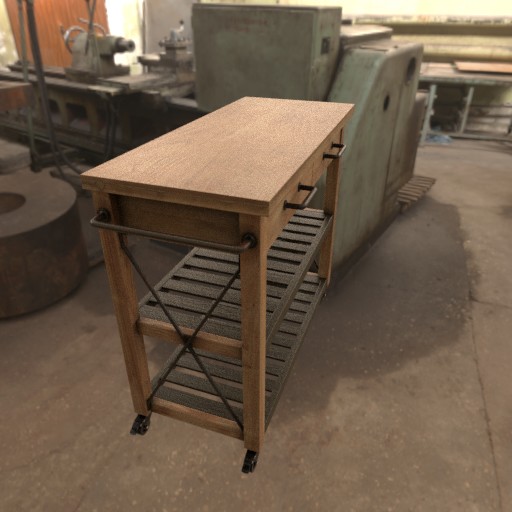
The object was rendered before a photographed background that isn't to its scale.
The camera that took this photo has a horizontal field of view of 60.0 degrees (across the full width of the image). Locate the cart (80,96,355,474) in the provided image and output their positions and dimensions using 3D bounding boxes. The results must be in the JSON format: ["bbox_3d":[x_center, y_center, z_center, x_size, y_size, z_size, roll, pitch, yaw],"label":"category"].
[{"bbox_3d":[0.000,0.000,0.986,0.298,0.554,0.686,10,31,17],"label":"cart"}]
